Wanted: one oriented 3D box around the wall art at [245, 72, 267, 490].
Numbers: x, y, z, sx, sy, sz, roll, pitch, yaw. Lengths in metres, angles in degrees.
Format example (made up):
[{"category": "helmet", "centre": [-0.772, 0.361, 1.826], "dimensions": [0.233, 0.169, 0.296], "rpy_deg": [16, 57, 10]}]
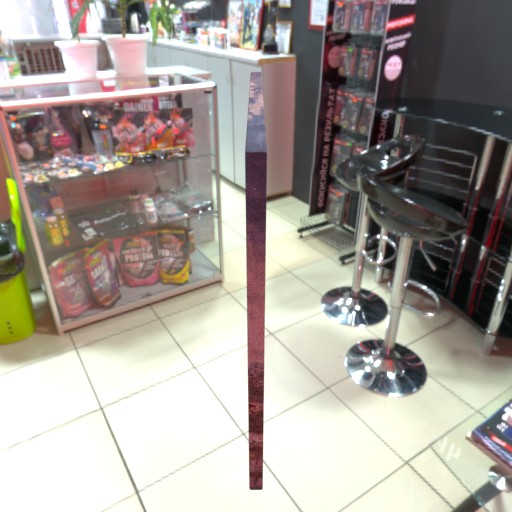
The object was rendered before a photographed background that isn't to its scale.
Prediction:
[{"category": "wall art", "centre": [0.000, 0.000, 1.492], "dimensions": [0.040, 1.020, 1.010], "rpy_deg": [0, 30, 0]}]
